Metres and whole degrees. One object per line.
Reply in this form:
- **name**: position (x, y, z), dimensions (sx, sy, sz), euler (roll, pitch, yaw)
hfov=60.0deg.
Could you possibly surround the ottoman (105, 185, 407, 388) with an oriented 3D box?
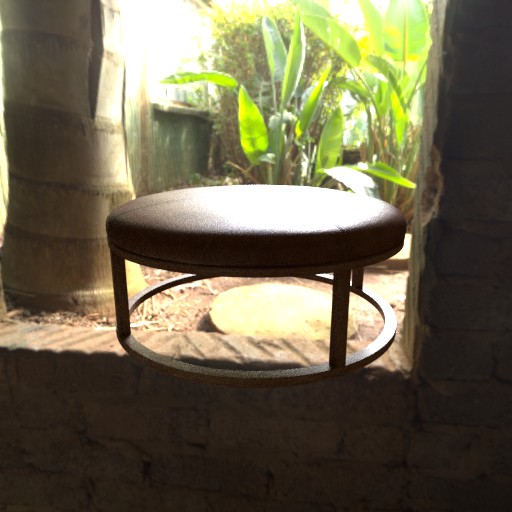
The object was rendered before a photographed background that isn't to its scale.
- **ottoman**: position (0.000, 0.000, 1.587), dimensions (1.006, 0.445, 1.006), euler (0, 16, 0)
